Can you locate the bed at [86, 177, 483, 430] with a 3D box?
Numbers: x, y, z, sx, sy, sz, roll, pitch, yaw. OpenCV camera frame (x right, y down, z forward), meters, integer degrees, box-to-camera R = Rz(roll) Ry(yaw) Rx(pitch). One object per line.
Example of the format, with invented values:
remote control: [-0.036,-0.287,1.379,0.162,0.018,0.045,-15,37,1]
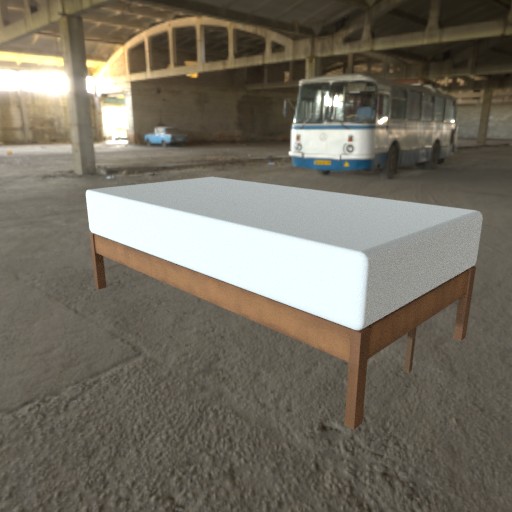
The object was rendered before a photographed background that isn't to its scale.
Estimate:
bed: [0.000,0.000,2.366,0.961,0.616,1.902,-16,23,-42]
